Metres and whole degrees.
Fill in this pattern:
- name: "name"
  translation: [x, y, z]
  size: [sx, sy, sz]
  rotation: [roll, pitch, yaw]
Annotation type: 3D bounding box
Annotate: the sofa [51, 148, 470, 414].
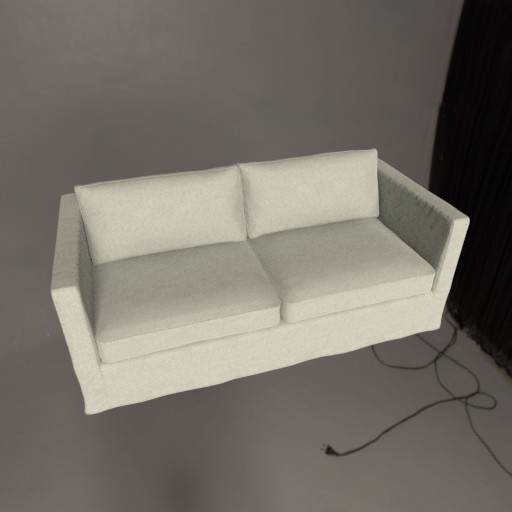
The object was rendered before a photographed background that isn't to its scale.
- name: "sofa"
  translation: [0.000, 0.000, 2.467]
  size: [1.987, 0.870, 0.940]
  rotation: [-10, 34, -15]
